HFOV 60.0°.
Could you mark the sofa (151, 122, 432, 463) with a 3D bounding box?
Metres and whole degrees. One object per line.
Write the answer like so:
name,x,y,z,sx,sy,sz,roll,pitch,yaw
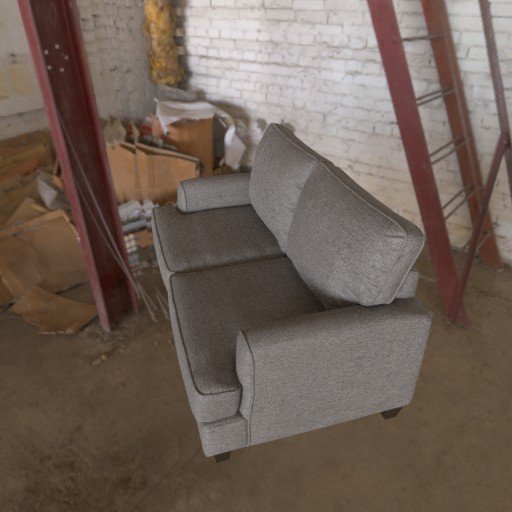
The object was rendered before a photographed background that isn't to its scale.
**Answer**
sofa,0.000,0.000,2.288,0.965,0.965,1.651,-9,32,-14
